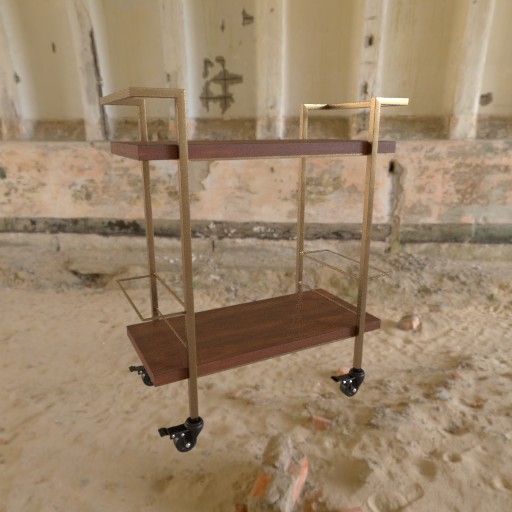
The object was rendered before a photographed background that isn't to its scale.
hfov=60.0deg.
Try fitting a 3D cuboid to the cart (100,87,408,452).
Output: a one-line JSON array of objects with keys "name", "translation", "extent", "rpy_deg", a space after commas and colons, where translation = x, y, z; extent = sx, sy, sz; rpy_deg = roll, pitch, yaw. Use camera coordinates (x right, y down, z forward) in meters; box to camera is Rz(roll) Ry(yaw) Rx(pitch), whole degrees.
[{"name": "cart", "translation": [0.000, 0.000, 1.200], "extent": [0.695, 0.807, 0.364], "rpy_deg": [-8, 18, -26]}]
